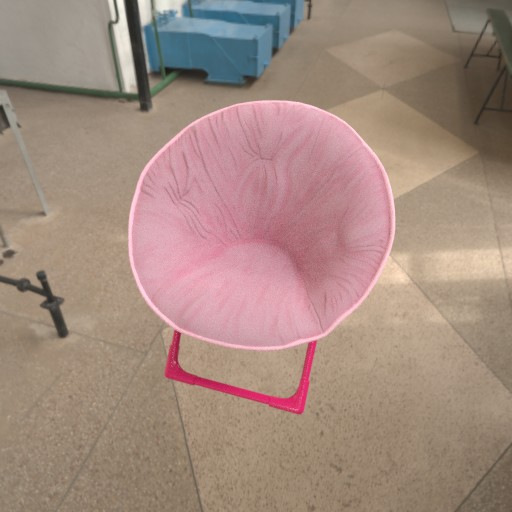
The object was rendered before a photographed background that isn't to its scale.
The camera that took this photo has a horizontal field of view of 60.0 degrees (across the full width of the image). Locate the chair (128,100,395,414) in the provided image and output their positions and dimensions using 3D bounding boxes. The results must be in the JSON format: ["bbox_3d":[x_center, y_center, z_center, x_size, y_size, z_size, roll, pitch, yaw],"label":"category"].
[{"bbox_3d":[0.000,0.000,0.933,0.522,0.494,0.459,11,42,13],"label":"chair"}]
